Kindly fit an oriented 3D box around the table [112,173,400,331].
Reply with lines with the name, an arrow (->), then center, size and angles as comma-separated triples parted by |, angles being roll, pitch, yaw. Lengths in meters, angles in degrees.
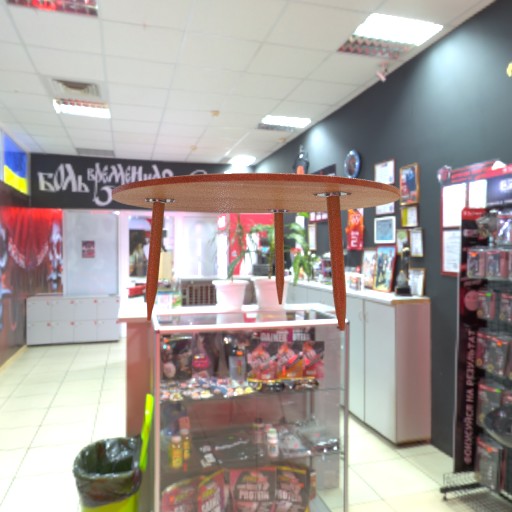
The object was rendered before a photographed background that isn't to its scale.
table -> 0.000, 0.000, 1.455 | 0.900, 0.400, 0.900 | 0, 1, 0
